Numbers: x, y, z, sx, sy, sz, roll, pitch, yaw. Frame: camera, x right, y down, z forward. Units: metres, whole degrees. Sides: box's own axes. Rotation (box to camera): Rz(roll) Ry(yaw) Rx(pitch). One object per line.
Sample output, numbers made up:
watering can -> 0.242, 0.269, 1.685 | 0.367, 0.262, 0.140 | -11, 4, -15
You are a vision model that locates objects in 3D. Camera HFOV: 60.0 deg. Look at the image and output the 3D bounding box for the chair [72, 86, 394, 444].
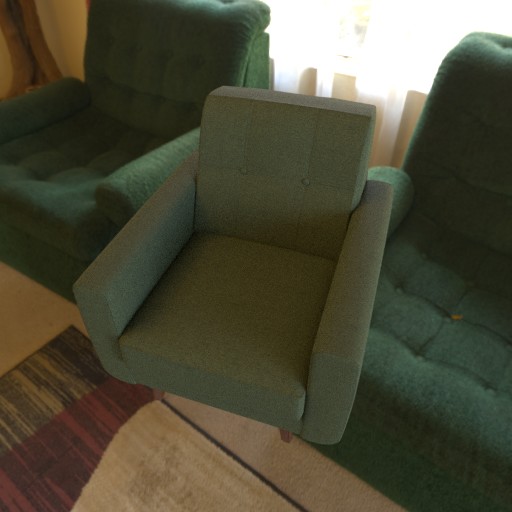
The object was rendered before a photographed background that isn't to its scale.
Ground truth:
chair -> 0.000, 0.000, 1.534 | 0.831, 0.841, 0.909 | 13, 43, 14
